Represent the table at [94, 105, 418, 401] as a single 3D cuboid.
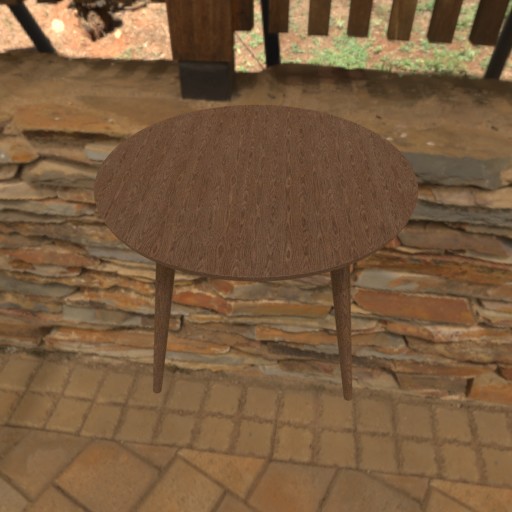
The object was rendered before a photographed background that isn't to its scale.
[{"bbox_3d":[0.000,0.000,1.749,1.053,0.786,1.053,0,41,0],"label":"table"}]
